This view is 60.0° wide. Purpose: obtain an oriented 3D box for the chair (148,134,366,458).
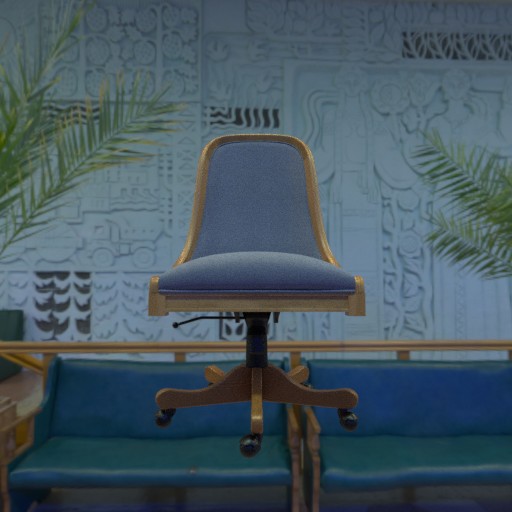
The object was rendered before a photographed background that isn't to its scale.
[{"bbox_3d":[0.000,0.000,1.465,0.605,1.031,0.735,0,-2,0],"label":"chair"}]
